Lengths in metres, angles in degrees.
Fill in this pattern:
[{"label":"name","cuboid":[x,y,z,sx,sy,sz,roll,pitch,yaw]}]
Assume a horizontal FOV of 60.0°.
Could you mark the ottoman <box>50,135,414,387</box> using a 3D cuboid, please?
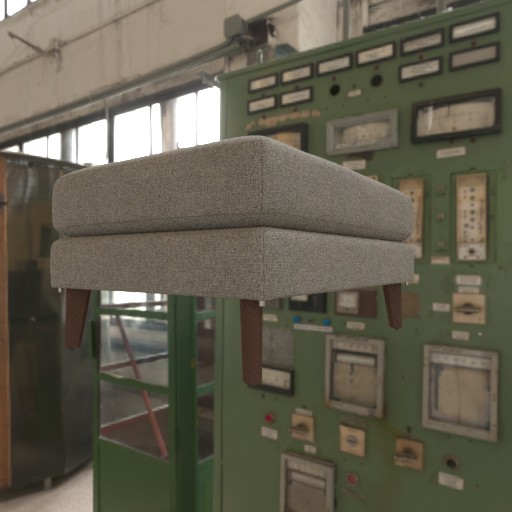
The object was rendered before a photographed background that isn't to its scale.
[{"label":"ottoman","cuboid":[0.000,0.000,1.183,0.611,0.441,0.821,0,-1,35]}]
